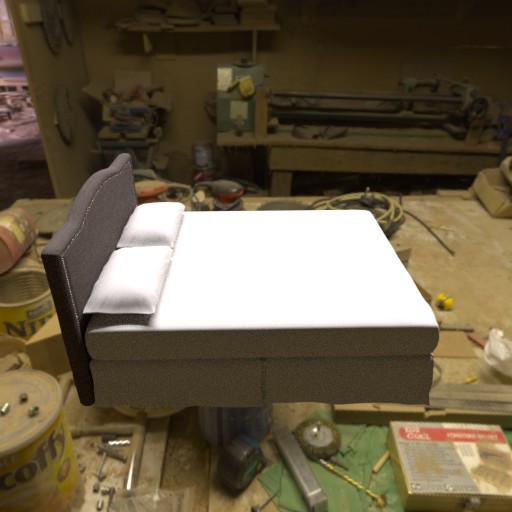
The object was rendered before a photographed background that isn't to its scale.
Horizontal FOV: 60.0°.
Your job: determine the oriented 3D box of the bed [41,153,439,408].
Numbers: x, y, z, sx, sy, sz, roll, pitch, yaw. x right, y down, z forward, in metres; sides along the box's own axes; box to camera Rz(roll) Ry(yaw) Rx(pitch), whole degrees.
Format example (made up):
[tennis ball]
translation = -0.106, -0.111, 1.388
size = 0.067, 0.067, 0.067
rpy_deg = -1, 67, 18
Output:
[bed]
translation = 0.000, 0.000, 3.910
size = 2.689, 1.457, 2.161
rpy_deg = -1, 30, -1
